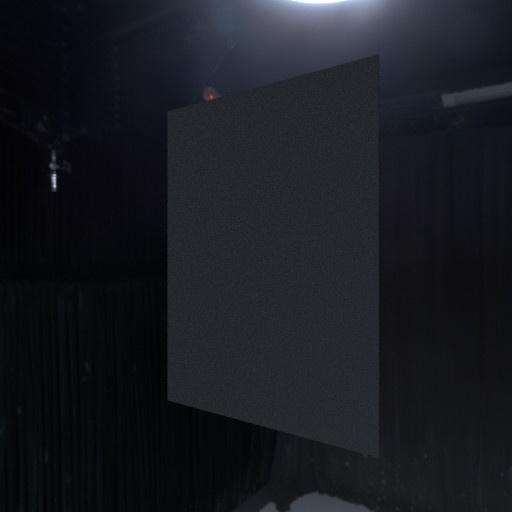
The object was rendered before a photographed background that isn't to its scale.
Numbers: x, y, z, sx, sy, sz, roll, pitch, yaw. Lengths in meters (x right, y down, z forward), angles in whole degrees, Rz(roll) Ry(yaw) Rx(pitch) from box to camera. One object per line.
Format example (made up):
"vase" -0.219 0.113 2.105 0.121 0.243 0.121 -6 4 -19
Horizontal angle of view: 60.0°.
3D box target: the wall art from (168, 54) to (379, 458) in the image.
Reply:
"wall art" 0.000 0.000 0.803 0.457 0.609 0.003 0 0 36
